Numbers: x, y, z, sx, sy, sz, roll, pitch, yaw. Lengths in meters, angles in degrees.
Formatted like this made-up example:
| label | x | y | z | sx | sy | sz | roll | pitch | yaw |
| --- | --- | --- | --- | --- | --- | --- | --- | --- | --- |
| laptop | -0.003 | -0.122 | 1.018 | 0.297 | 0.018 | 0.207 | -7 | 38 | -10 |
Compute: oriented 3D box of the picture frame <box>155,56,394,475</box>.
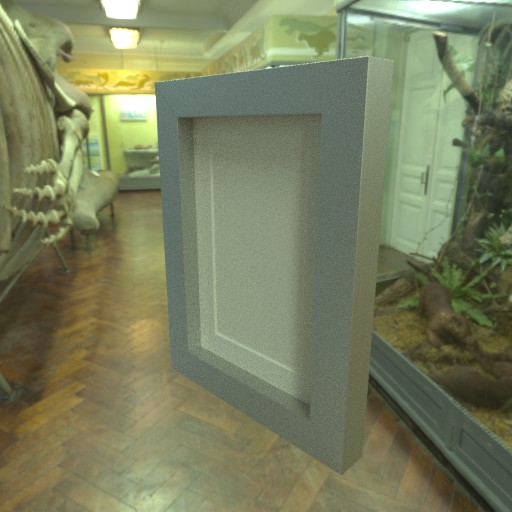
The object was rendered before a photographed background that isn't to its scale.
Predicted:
| label | x | y | z | sx | sy | sz | roll | pitch | yaw |
| --- | --- | --- | --- | --- | --- | --- | --- | --- | --- |
| picture frame | 0.000 | 0.000 | 0.272 | 0.157 | 0.208 | 0.028 | 16 | 22 | 43 |
